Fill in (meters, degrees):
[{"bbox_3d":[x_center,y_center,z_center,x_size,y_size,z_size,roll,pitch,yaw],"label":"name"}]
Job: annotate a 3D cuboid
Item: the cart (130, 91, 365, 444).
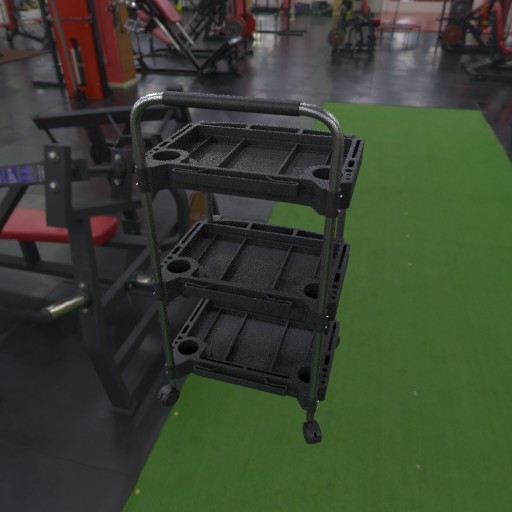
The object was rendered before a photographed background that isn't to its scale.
[{"bbox_3d":[0.000,0.000,1.414,0.584,1.075,0.518,9,34,14],"label":"cart"}]
